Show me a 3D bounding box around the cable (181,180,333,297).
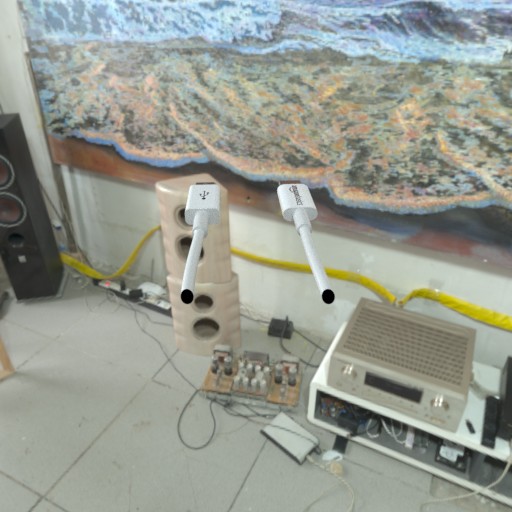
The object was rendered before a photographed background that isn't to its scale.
[{"bbox_3d":[0.000,0.000,0.115,0.040,0.006,0.098,-2,31,-3],"label":"cable"}]
